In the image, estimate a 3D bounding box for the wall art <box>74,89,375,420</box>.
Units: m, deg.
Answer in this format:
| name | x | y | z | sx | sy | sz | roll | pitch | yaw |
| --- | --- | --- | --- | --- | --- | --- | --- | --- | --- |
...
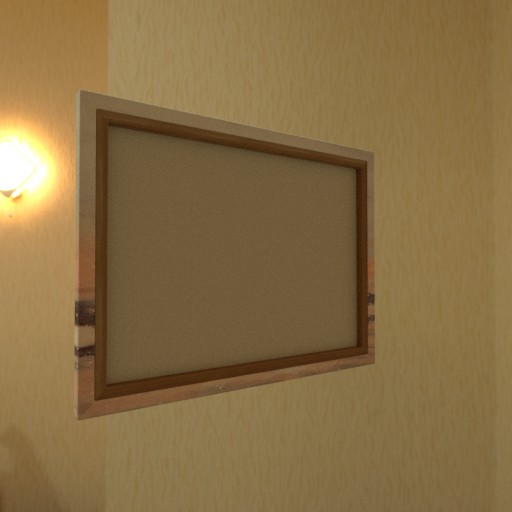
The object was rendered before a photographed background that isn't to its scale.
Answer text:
| name | x | y | z | sx | sy | sz | roll | pitch | yaw |
| --- | --- | --- | --- | --- | --- | --- | --- | --- | --- |
| wall art | 0.000 | 0.000 | 1.320 | 1.015 | 0.763 | 0.038 | 1 | -1 | -35 |
